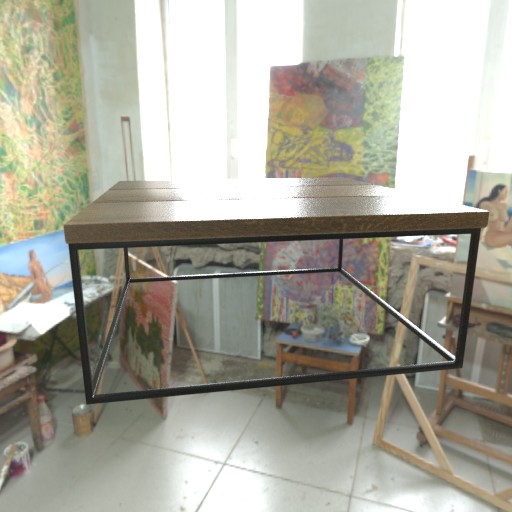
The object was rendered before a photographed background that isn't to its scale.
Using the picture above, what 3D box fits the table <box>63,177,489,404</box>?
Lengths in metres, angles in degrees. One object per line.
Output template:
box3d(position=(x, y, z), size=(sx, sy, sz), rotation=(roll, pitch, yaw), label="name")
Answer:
box3d(position=(0.000, 0.000, 1.393), size=(0.900, 0.400, 0.900), rotation=(-3, 15, -10), label="table")
